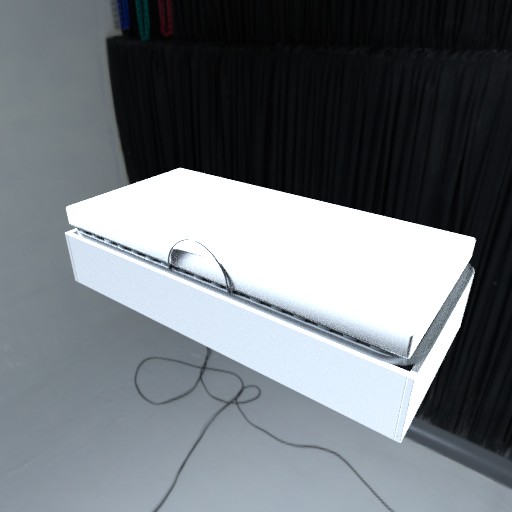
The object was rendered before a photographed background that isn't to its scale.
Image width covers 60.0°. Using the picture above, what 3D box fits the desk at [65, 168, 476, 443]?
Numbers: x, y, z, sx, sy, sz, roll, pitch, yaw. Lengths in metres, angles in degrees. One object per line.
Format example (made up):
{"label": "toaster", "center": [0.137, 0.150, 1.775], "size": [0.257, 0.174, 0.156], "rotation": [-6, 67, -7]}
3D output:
{"label": "desk", "center": [0.000, 0.000, 2.251], "size": [1.900, 0.526, 0.900], "rotation": [19, 33, 31]}
